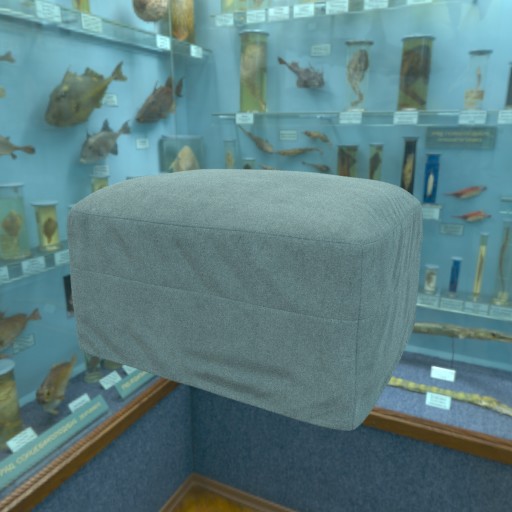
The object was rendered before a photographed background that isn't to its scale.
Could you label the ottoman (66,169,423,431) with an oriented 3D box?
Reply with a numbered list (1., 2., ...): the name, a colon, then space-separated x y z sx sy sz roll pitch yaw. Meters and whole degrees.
1. ottoman: 0.000 0.000 1.270 0.837 0.481 0.683 8 18 27
